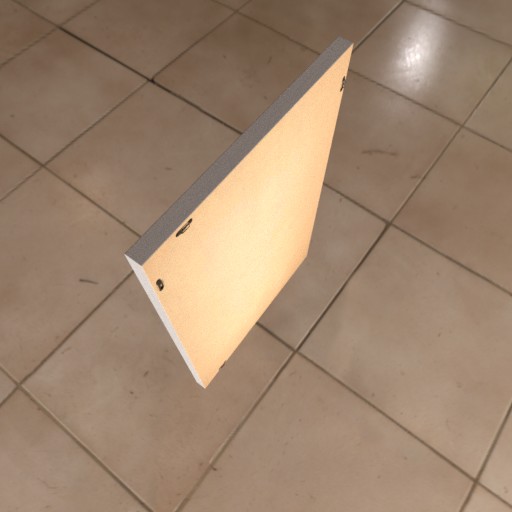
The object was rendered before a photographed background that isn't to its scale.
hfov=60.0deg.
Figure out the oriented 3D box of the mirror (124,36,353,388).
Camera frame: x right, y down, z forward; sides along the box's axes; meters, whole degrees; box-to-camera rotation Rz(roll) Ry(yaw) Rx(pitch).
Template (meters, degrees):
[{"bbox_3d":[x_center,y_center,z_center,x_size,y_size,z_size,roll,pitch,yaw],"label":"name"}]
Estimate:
[{"bbox_3d":[0.000,0.000,1.172,0.040,0.915,0.609,33,67,16],"label":"mirror"}]
